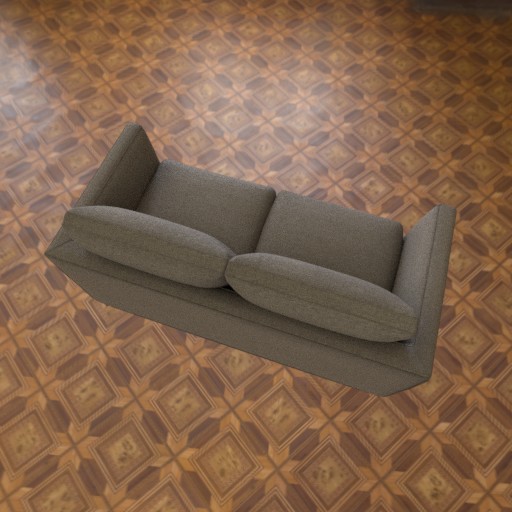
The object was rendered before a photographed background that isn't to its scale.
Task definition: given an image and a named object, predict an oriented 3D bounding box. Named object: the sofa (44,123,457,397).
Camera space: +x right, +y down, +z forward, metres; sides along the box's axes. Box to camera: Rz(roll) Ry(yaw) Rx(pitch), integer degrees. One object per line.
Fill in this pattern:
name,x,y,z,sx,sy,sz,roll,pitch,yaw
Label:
sofa,0.000,0.000,2.076,1.594,0.924,0.803,17,63,9
